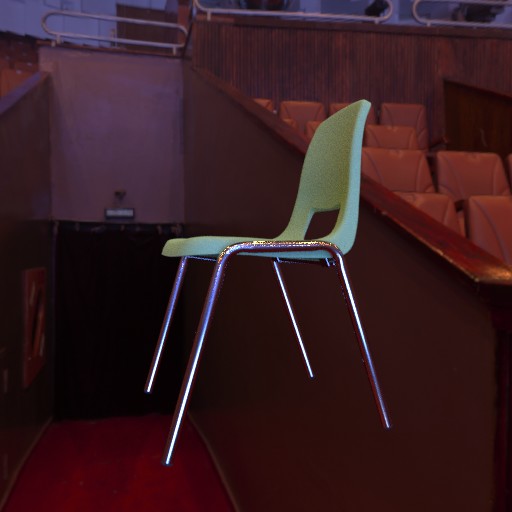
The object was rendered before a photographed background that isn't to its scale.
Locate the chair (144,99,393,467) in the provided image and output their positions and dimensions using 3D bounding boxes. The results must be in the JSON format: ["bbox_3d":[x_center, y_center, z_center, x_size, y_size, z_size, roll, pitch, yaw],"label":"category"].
[{"bbox_3d":[0.000,0.000,0.931,0.436,0.653,0.381,0,2,-18],"label":"chair"}]
